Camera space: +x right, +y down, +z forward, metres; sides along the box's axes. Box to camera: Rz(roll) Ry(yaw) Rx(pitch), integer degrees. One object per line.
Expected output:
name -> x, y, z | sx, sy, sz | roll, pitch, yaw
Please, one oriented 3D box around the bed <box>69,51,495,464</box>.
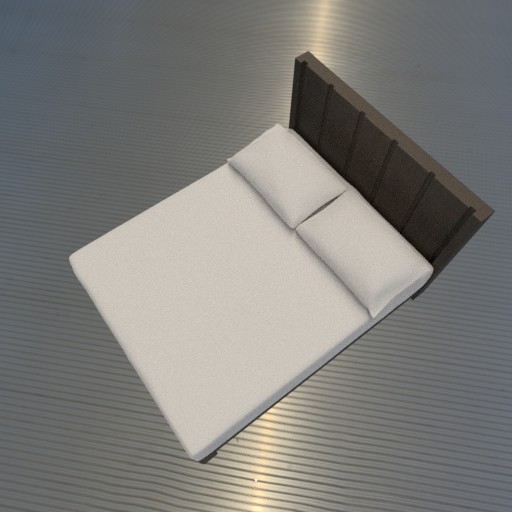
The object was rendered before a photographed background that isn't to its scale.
bed -> 0.000, 0.000, 3.195 | 2.242, 1.270, 1.727 | -34, 68, -16
